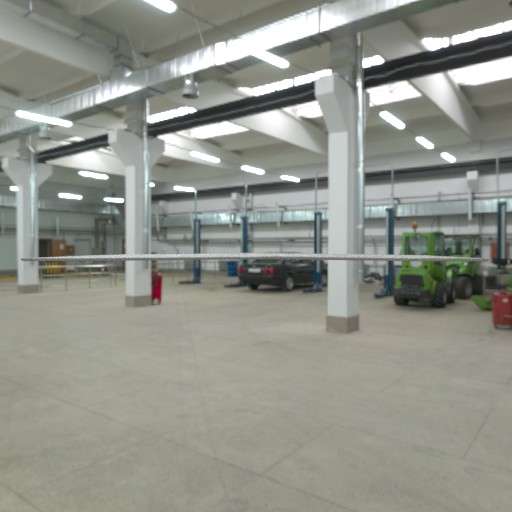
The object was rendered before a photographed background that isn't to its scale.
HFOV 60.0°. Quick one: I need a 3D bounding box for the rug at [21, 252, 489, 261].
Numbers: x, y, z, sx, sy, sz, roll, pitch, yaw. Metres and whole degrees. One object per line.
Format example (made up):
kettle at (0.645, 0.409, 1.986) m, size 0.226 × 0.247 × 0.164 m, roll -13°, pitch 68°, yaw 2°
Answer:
rug at (0.000, 0.000, 4.228) m, size 3.202 × 0.045 × 2.434 m, roll 0°, pitch 1°, yaw 1°
